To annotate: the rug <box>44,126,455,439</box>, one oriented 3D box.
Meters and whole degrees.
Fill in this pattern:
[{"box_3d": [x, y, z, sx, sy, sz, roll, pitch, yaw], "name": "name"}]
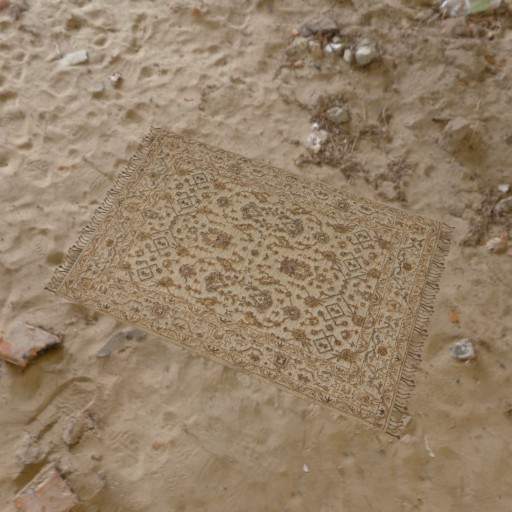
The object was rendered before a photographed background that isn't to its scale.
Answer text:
[{"box_3d": [0.000, 0.000, 3.036, 2.434, 0.027, 1.529, 20, 66, 10], "name": "rug"}]
